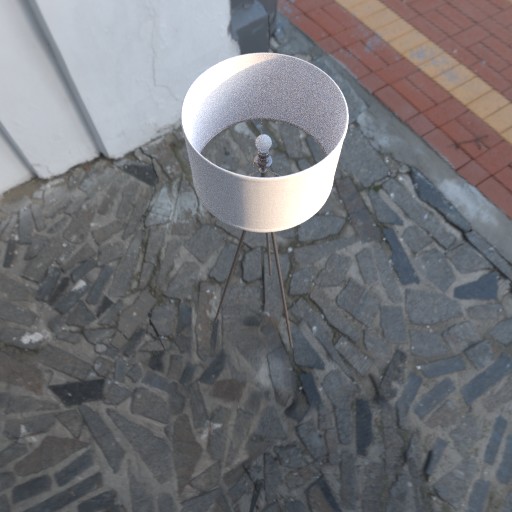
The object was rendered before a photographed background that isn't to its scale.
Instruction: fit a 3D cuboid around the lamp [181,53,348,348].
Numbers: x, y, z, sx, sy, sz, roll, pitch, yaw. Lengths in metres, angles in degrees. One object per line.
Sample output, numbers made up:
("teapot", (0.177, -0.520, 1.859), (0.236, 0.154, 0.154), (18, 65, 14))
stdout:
("lamp", (0.000, 0.000, 1.764), (0.458, 1.545, 0.448), (-16, 65, -8))
